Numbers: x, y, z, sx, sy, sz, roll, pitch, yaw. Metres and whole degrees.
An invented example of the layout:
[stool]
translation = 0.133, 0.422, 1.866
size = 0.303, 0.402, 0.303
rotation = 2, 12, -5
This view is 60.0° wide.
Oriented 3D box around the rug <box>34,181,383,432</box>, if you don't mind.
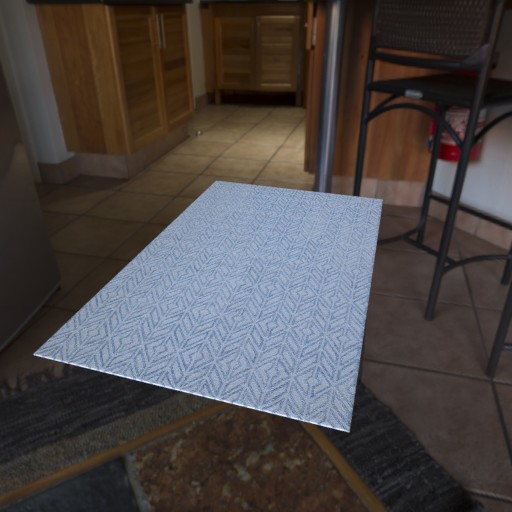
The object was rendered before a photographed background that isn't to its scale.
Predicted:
[rug]
translation = 0.000, 0.000, 2.975
size = 1.526, 0.008, 2.441
rotation = 9, 32, 15
